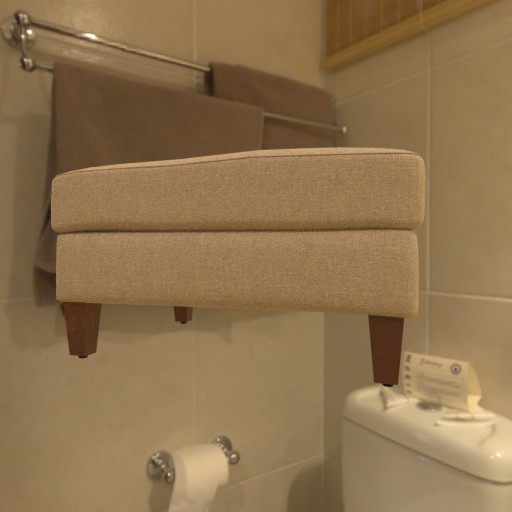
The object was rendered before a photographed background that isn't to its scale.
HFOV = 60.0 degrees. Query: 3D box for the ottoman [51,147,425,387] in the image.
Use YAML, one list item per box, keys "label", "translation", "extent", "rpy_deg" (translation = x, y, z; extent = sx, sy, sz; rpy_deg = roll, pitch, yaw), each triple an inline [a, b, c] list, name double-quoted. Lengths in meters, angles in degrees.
- label: "ottoman"
  translation: [0.000, 0.000, 1.285]
  extent: [0.898, 0.519, 0.677]
  rpy_deg: [0, 1, 18]
